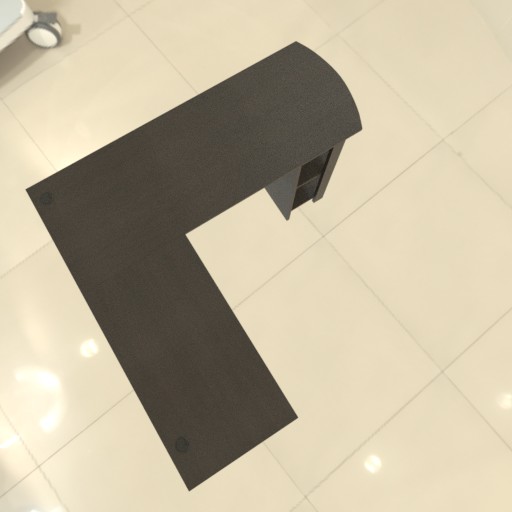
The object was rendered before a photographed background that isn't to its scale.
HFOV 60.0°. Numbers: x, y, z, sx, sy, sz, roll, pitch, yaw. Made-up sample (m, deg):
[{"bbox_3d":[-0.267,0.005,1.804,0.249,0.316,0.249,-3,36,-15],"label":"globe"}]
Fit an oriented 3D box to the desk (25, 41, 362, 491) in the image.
[{"bbox_3d":[0.000,0.000,2.074,1.361,0.716,1.303,-31,78,-7],"label":"desk"}]
